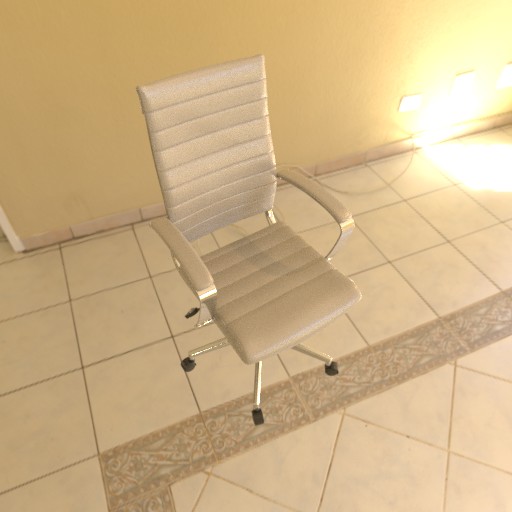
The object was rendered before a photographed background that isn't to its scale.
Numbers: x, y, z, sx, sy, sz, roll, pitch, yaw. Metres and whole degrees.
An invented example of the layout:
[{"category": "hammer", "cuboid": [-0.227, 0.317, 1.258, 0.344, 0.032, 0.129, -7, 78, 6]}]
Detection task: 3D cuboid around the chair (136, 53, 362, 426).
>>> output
[{"category": "chair", "cuboid": [0.000, 0.000, 1.607, 0.679, 1.149, 0.667, -25, 51, -23]}]
